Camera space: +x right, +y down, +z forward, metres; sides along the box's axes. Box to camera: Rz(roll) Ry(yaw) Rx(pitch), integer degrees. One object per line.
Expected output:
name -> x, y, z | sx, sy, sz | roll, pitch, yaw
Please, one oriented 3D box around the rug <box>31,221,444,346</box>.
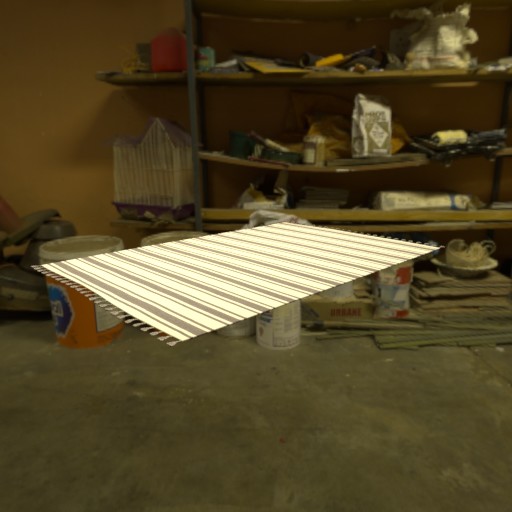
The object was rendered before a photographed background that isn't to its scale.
rug -> 0.000, 0.000, 3.034 | 2.425, 0.014, 1.563 | -13, 19, -42
